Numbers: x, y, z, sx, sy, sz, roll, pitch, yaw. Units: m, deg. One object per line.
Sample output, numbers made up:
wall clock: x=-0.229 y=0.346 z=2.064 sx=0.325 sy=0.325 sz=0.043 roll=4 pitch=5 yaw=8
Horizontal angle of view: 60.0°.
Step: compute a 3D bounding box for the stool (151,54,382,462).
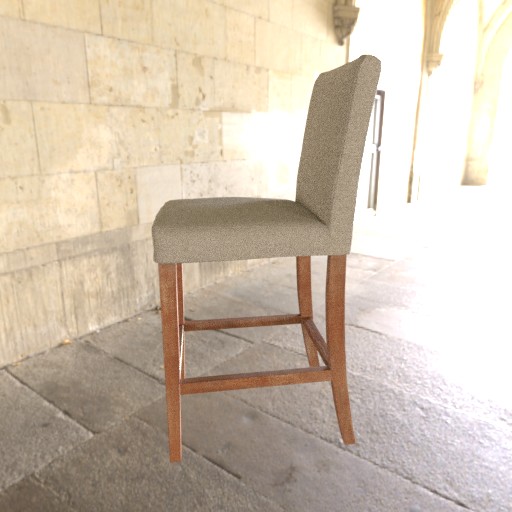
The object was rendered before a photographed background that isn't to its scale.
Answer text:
stool: x=0.000 y=0.000 z=1.348 sx=0.570 sy=1.088 sz=0.439 roll=-2 pitch=16 yaw=-7
